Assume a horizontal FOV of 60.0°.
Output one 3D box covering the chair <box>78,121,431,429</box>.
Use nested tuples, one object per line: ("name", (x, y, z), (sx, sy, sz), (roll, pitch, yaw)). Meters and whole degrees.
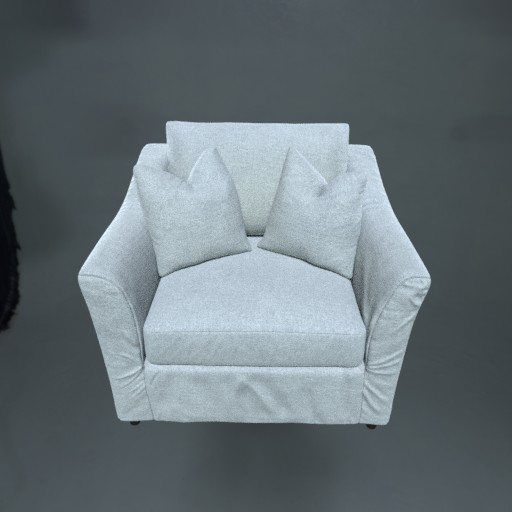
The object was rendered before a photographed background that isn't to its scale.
("chair", (0.000, 0.000, 2.021), (1.194, 1.059, 1.071), (1, 29, 1))
